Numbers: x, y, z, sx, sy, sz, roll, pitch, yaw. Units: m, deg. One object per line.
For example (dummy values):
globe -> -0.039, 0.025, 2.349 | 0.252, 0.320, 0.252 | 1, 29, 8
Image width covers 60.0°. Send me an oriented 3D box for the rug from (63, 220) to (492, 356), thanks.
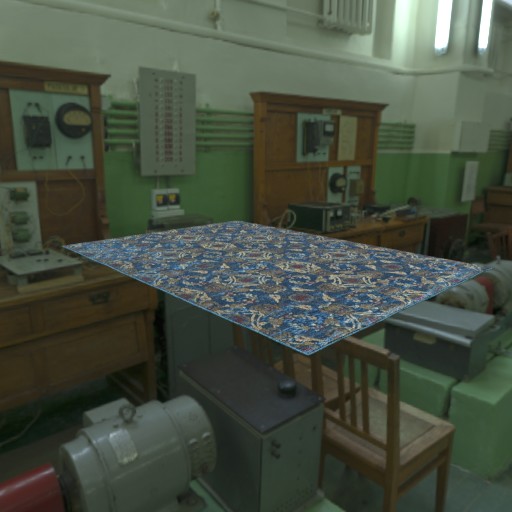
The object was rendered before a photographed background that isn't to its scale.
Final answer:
rug -> 0.000, 0.000, 4.102 | 2.337, 0.013, 3.291 | -13, 19, -41
